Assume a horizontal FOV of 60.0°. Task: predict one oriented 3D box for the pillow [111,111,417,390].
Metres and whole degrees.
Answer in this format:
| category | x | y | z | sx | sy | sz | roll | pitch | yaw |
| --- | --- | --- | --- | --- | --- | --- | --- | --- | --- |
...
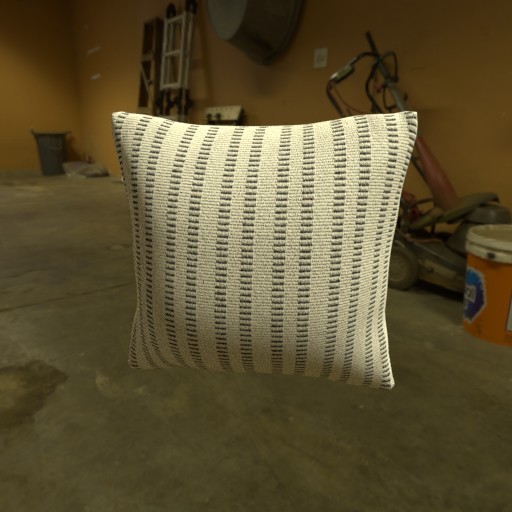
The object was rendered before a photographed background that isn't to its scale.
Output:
| category | x | y | z | sx | sy | sz | roll | pitch | yaw |
| --- | --- | --- | --- | --- | --- | --- | --- | --- | --- |
| pillow | 0.000 | 0.000 | 0.673 | 0.438 | 0.419 | 0.247 | 3 | 17 | 9 |
